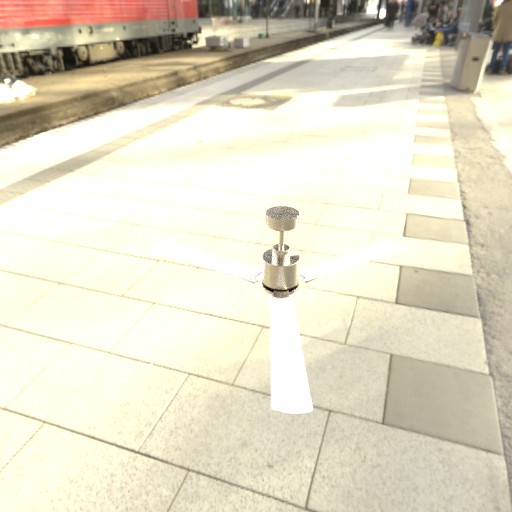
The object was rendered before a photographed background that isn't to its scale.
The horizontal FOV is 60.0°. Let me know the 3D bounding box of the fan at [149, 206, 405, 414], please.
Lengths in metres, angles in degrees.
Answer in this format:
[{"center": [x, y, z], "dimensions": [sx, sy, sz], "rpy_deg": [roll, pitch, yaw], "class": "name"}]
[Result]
[{"center": [0.000, 0.000, 2.301], "dimensions": [1.531, 0.446, 1.561], "rpy_deg": [9, 31, 15], "class": "fan"}]
